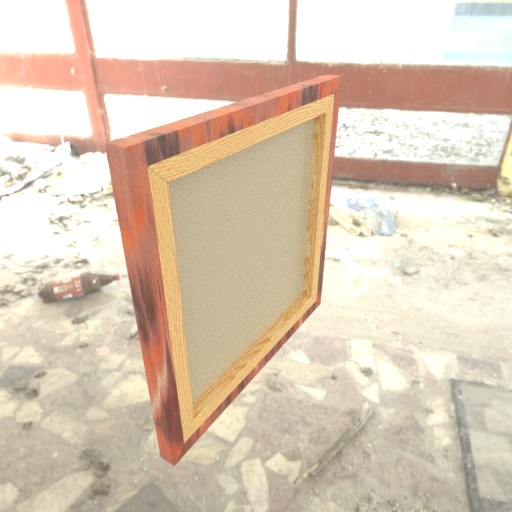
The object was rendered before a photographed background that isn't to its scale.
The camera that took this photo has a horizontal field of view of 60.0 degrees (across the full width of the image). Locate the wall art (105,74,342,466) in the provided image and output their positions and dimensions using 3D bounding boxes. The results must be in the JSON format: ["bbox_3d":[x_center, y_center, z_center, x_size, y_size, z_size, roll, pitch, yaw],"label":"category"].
[{"bbox_3d":[0.000,0.000,0.896,0.037,0.609,0.603,19,36,29],"label":"wall art"}]
